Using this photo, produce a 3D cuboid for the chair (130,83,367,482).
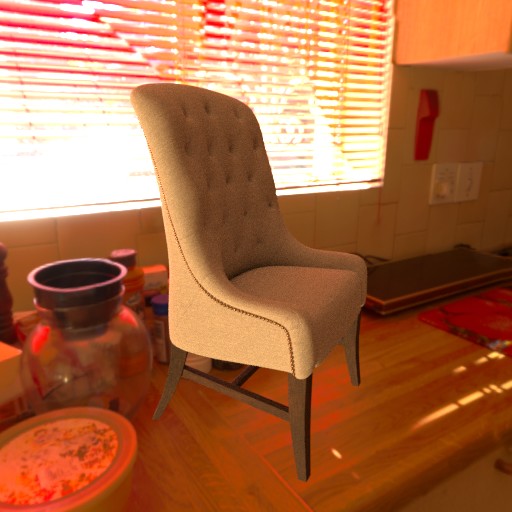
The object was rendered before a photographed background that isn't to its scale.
[{"bbox_3d":[0.000,0.000,1.473,0.629,1.091,0.634,8,18,27],"label":"chair"}]
